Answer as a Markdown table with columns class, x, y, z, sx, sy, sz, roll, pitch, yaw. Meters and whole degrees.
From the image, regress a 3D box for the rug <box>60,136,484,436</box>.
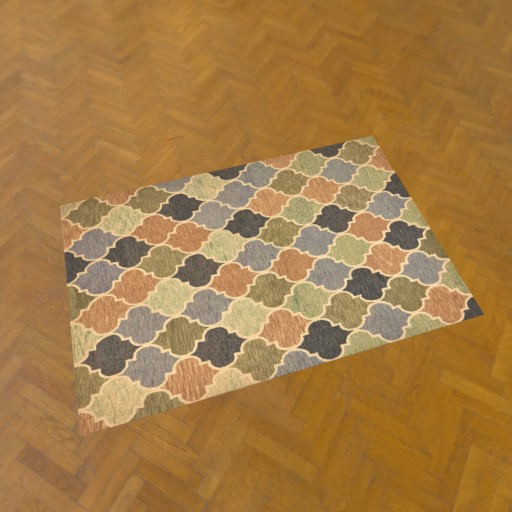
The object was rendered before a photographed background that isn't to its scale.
| class | x | y | z | sx | sy | sz | roll | pitch | yaw |
| --- | --- | --- | --- | --- | --- | --- | --- | --- | --- |
| rug | 0.000 | 0.000 | 2.212 | 1.828 | 0.006 | 1.216 | -14 | 59 | -9 |
